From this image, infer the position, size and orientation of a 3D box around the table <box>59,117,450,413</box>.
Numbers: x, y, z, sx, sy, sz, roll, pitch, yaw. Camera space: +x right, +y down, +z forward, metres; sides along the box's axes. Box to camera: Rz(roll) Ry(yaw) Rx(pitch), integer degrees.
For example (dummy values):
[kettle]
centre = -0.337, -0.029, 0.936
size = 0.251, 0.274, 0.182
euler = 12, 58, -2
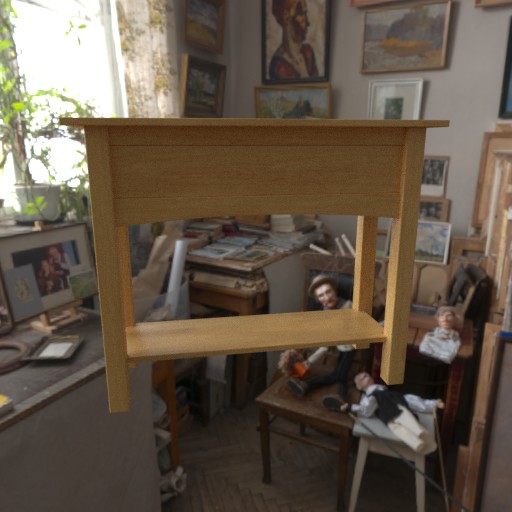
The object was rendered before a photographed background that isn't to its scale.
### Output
[table]
centre = 0.000, 0.000, 1.254
size = 0.900, 0.728, 0.340
euler = -3, 14, -10
